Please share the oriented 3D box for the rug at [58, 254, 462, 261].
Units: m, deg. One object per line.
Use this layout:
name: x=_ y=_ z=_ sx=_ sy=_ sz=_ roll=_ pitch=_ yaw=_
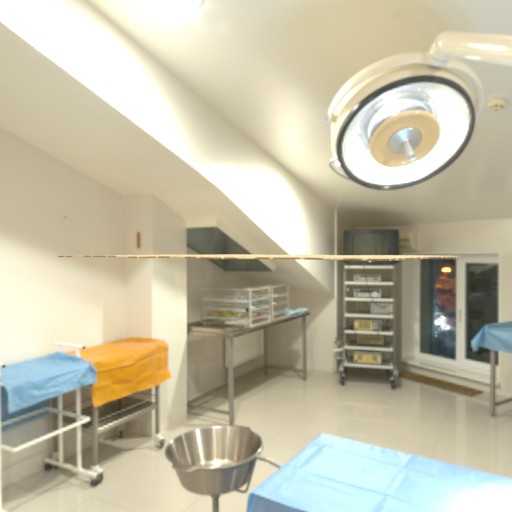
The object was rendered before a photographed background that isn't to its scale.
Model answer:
rug: x=0.000 y=0.000 z=2.287 sx=1.761 sy=0.013 sz=1.152 roll=0 pitch=1 yaw=35
